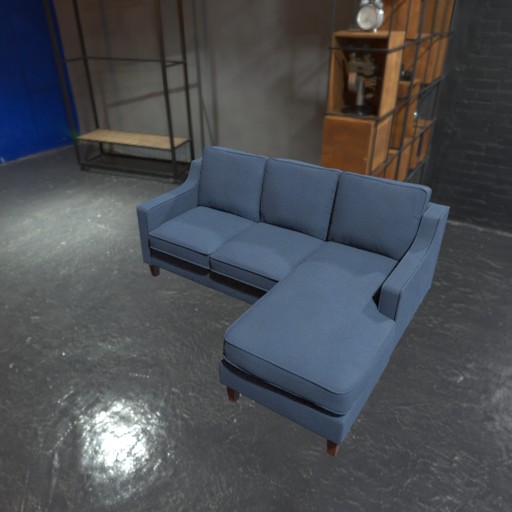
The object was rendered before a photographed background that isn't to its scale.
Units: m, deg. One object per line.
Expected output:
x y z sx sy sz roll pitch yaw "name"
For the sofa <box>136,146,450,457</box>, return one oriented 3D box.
0.000 0.000 3.355 2.317 1.066 1.858 19 35 29 "sofa"
